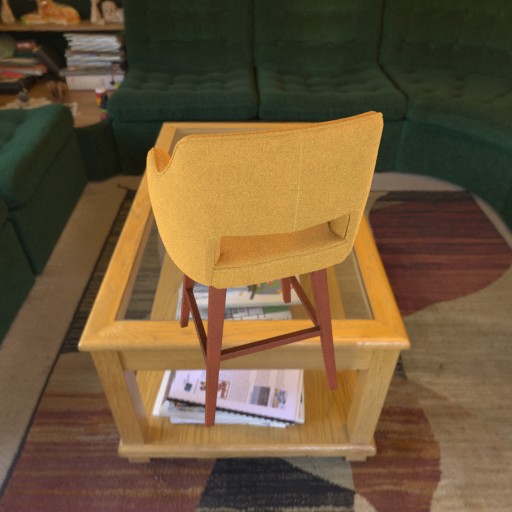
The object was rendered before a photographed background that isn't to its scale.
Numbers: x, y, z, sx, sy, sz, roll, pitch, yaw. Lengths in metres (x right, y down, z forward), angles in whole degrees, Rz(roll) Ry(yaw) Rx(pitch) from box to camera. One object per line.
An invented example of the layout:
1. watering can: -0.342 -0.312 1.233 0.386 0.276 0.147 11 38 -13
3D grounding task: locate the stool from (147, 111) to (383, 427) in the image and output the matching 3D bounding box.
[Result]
1. stool: 0.000 0.000 1.335 0.548 1.012 0.558 -12 41 -14
